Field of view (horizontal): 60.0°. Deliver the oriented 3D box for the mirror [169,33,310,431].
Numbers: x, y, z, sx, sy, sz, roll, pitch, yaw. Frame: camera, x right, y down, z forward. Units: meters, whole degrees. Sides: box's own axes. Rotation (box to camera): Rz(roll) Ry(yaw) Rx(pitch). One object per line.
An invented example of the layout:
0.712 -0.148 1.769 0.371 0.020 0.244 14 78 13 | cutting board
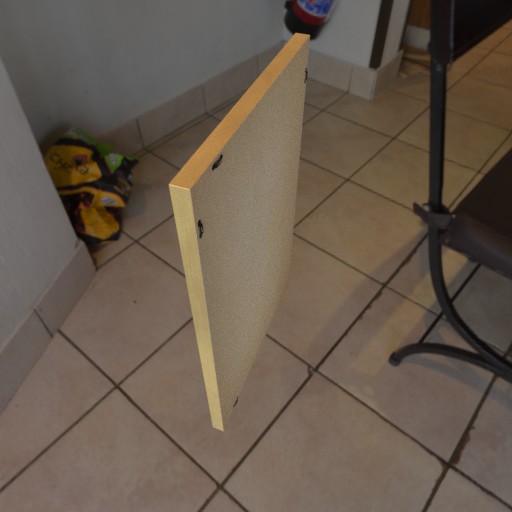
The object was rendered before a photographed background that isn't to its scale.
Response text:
0.000 0.000 1.179 0.040 0.915 0.609 16 49 14 | mirror
